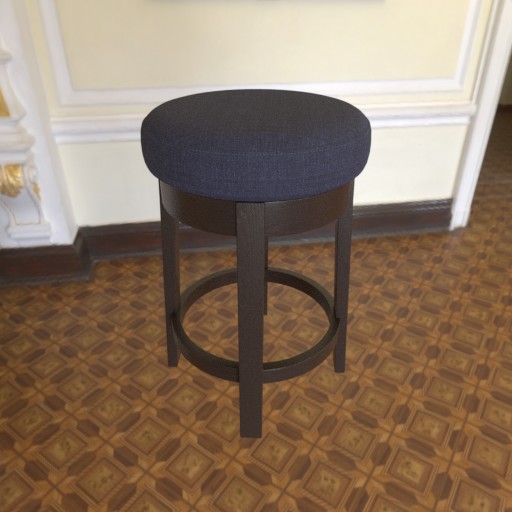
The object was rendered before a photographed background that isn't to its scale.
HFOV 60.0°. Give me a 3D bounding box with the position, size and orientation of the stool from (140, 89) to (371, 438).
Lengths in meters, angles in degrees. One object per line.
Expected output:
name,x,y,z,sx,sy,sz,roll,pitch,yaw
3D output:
stool,0.000,0.000,0.982,0.449,0.655,0.449,0,30,0
